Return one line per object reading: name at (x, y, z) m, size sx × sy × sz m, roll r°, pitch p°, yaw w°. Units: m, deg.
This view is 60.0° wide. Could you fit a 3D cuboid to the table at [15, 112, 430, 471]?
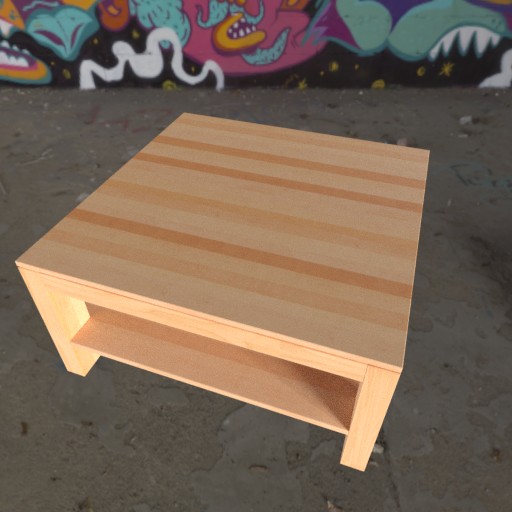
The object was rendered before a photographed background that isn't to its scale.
table at (0.000, 0.000, 1.409) m, size 0.900 × 0.450 × 0.900 m, roll 13°, pitch 43°, yaw 14°
